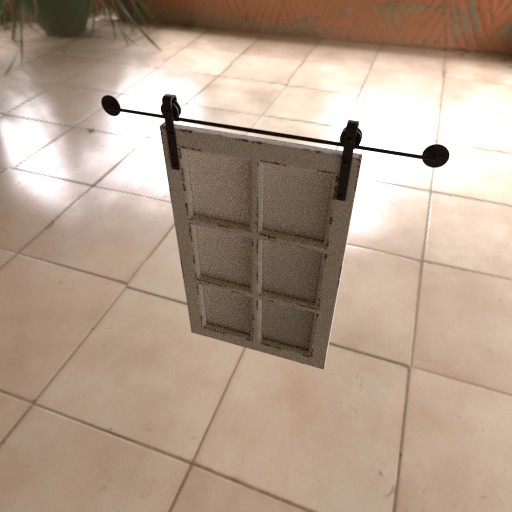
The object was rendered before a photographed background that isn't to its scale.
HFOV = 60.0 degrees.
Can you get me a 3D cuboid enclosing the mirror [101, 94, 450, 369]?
[{"bbox_3d":[0.000,0.000,1.221,0.808,0.844,0.037,13,44,14],"label":"mirror"}]
